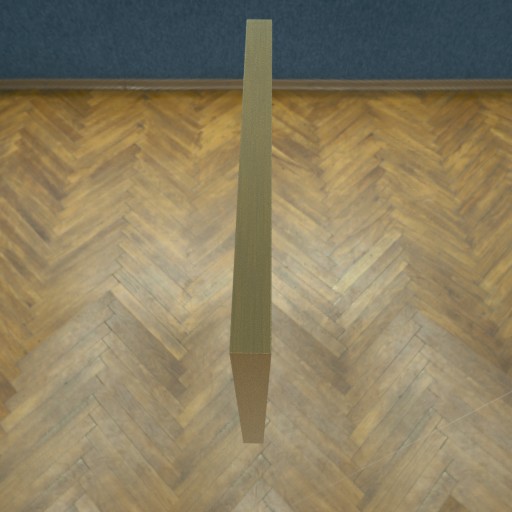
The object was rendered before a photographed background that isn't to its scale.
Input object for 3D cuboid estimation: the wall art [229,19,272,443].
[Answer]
[{"bbox_3d":[0.000,0.000,0.735,0.037,0.505,0.505,1,59,1],"label":"wall art"}]
